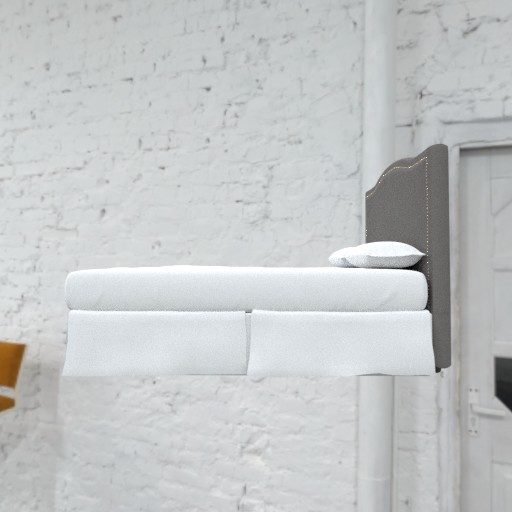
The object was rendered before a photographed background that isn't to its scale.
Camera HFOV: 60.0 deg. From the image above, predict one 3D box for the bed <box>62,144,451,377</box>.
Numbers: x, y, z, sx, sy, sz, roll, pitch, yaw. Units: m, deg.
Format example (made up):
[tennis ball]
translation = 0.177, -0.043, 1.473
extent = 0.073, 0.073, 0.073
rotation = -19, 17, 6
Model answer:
[bed]
translation = 0.000, 0.000, 3.436
extent = 2.282, 1.436, 1.821
rotation = 0, -1, 1
